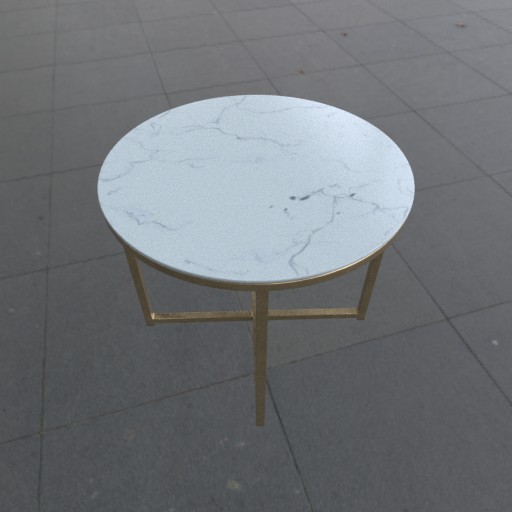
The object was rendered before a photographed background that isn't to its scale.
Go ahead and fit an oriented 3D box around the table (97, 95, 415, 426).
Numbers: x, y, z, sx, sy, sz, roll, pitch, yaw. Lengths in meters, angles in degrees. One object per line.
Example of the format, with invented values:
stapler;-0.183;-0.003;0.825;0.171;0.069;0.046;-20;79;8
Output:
table;0.000;0.000;0.869;0.500;0.420;0.500;0;45;0
